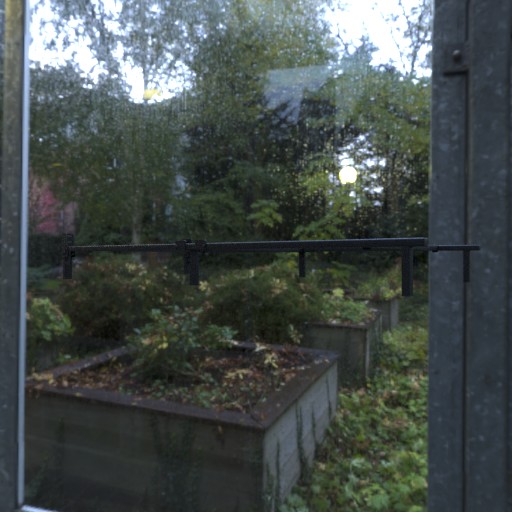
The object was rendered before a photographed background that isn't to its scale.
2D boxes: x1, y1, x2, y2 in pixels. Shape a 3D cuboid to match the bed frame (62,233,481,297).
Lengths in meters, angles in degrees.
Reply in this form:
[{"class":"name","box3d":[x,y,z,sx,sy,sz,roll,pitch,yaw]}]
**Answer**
[{"class":"bed frame","box3d":[0.000,0.000,2.236,1.897,0.248,0.968,0,0,36]}]
